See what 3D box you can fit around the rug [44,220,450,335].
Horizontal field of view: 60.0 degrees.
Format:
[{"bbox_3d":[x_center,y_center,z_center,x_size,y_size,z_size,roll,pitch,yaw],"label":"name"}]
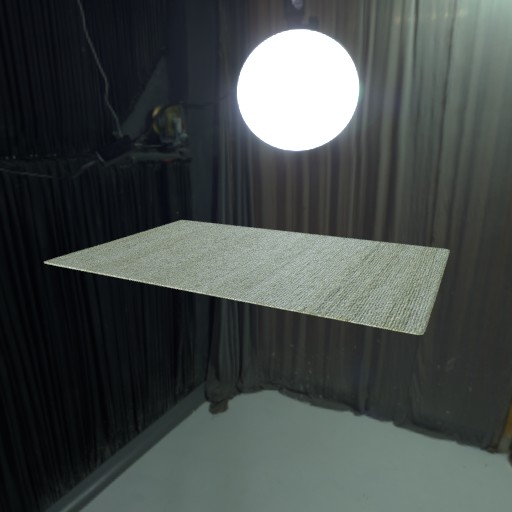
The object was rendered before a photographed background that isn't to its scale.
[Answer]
[{"bbox_3d":[0.000,0.000,2.267,1.758,0.010,1.143,8,18,26],"label":"rug"}]
